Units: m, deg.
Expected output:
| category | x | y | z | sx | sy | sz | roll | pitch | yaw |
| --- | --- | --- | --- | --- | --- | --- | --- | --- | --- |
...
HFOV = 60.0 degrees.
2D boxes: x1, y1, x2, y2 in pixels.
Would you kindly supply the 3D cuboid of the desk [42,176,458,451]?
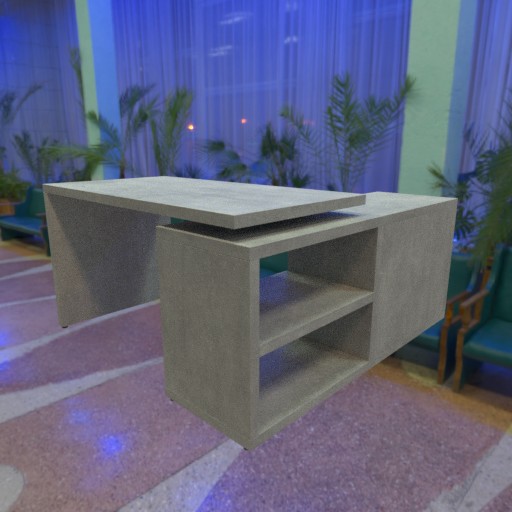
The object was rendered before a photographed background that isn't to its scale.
| category | x | y | z | sx | sy | sz | roll | pitch | yaw |
| --- | --- | --- | --- | --- | --- | --- | --- | --- | --- |
| desk | 0.000 | 0.000 | 2.270 | 1.400 | 0.740 | 1.500 | 14 | 20 | 42 |
